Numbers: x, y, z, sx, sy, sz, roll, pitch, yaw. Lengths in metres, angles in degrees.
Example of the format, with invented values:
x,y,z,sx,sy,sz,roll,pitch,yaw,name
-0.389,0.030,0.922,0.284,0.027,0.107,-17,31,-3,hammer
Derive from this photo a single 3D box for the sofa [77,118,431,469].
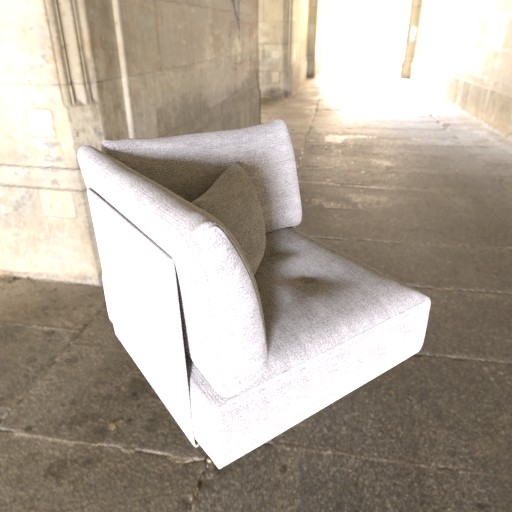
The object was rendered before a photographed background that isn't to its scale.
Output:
x,y,z,sx,sy,sz,roll,pitch,yaw,name
0.000,0.000,1.714,1.000,0.820,1.000,-18,32,-31,sofa
